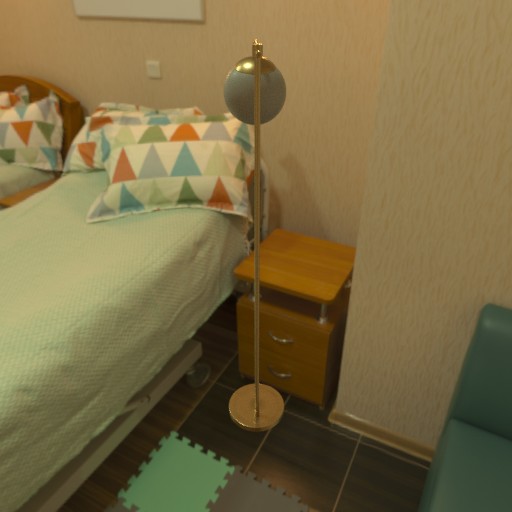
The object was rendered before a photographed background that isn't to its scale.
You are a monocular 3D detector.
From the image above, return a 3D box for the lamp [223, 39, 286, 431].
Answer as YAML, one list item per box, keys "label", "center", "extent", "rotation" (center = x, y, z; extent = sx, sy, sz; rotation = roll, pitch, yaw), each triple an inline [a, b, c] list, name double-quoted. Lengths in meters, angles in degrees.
- label: "lamp"
  center: [0.000, 0.000, 1.708]
  extent: [0.249, 1.505, 0.476]
  rotation: [-1, 31, -1]
